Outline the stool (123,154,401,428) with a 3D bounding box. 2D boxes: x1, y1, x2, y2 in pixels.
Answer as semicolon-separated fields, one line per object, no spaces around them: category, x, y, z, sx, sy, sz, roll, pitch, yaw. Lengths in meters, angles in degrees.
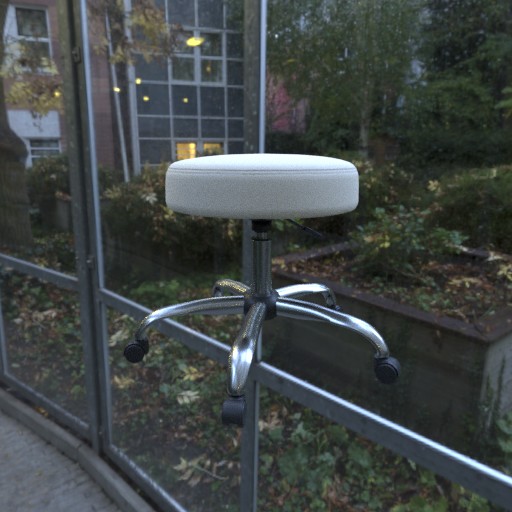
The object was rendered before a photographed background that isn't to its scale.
stool;0.000;0.000;1.073;0.634;0.482;0.614;-6;14;-25
